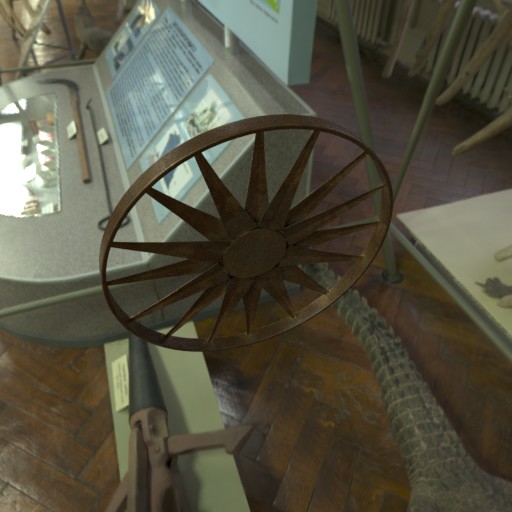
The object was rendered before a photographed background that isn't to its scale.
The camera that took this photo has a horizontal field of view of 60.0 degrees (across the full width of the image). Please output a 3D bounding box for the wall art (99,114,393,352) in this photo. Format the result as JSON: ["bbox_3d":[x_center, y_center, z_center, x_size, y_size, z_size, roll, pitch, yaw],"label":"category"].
[{"bbox_3d":[0.000,0.000,0.871,0.582,0.583,0.084,-13,43,-15],"label":"wall art"}]
